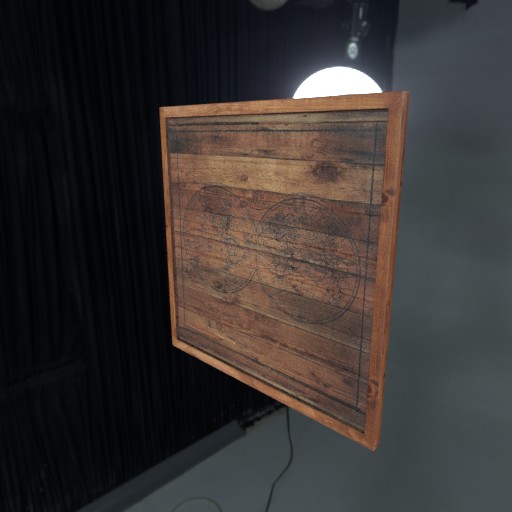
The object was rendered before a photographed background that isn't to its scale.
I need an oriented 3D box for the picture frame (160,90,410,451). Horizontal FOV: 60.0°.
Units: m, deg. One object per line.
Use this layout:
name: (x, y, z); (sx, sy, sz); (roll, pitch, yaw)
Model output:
picture frame: (0.000, 0.000, 1.237); (0.810, 0.817, 0.029); (14, 21, 42)
